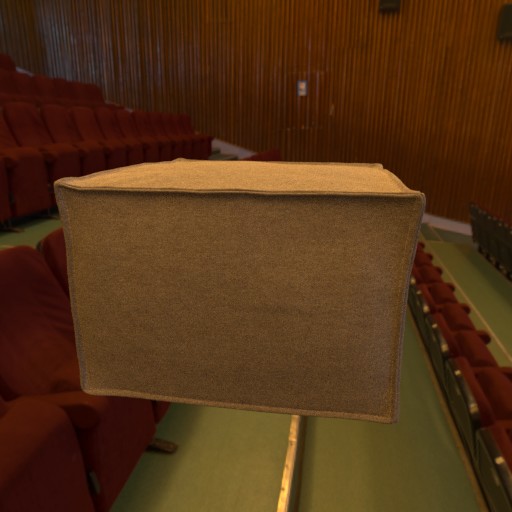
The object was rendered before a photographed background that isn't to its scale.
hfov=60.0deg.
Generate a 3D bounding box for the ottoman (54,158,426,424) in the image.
[{"bbox_3d":[0.000,0.000,1.149,0.696,0.470,0.707,3,17,9],"label":"ottoman"}]
